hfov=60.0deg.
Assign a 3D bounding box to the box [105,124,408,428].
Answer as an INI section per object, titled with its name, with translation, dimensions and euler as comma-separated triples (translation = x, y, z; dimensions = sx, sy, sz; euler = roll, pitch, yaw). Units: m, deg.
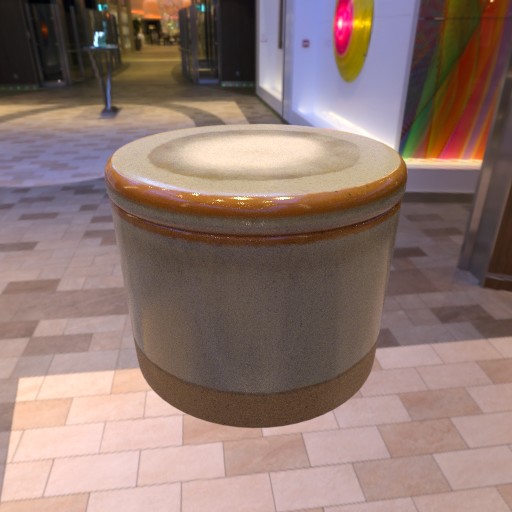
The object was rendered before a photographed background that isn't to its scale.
[box]
translation = 0.000, 0.000, 0.208
dimensions = 0.123, 0.100, 0.123
euler = 0, 27, 0
